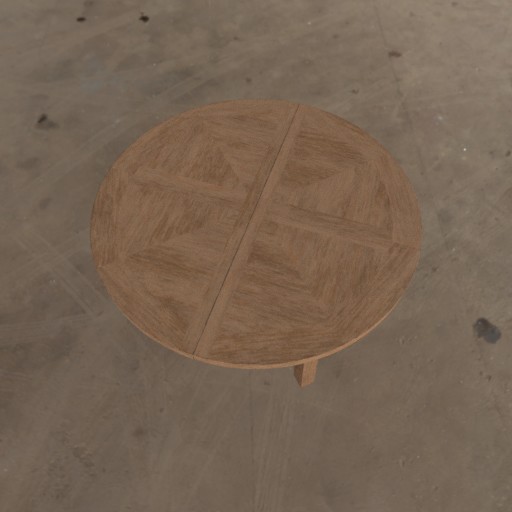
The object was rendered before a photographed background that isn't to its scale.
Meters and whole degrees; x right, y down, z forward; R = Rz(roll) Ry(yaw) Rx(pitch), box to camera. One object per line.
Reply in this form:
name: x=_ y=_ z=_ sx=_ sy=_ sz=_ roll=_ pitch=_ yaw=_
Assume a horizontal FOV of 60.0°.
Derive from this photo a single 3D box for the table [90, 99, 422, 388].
table: x=0.000 y=0.000 z=2.117 sx=1.319 sy=0.762 sz=1.319 roll=0 pitch=58 yaw=0
